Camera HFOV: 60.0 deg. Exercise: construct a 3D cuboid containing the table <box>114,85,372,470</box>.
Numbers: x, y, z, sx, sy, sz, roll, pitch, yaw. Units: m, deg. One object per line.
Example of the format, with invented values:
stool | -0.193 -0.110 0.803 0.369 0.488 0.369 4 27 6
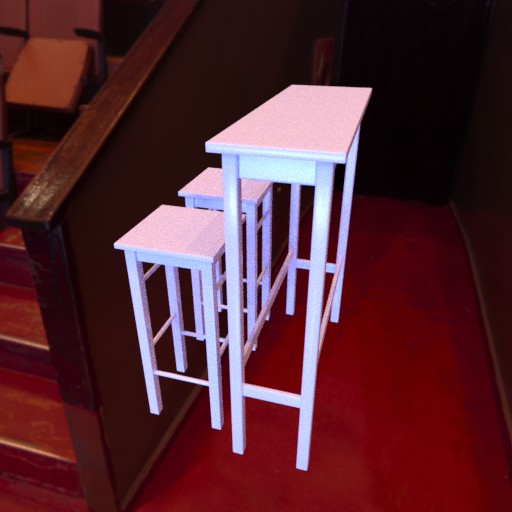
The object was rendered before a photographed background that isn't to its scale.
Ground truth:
table | 0.000 0.000 1.628 0.650 1.065 0.915 8 30 14
